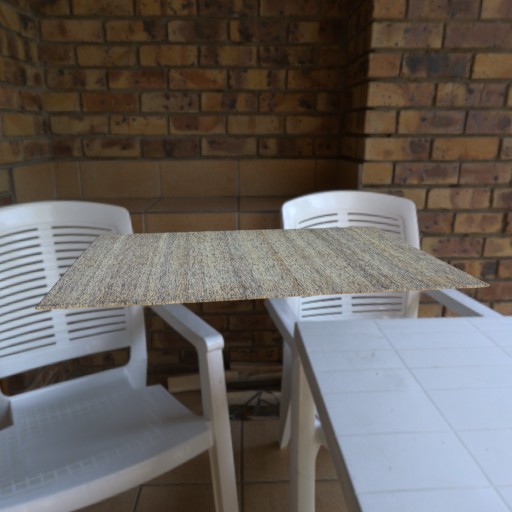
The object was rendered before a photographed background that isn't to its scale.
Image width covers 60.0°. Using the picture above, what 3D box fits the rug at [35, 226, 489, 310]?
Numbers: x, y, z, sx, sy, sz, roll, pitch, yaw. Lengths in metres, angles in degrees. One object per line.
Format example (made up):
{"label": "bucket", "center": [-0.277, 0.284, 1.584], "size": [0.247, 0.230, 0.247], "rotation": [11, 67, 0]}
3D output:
{"label": "rug", "center": [0.000, 0.000, 2.355], "size": [1.846, 0.014, 1.243], "rotation": [-2, 16, -8]}
